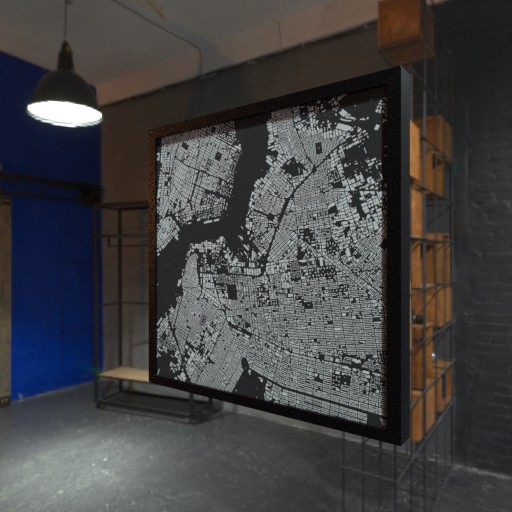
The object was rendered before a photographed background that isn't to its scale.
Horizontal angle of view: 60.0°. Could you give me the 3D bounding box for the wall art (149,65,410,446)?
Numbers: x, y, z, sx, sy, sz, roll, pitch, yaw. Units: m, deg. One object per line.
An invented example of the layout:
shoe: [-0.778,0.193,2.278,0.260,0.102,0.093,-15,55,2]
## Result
wall art: [0.000,0.000,0.753,0.506,0.506,0.038,0,0,36]
